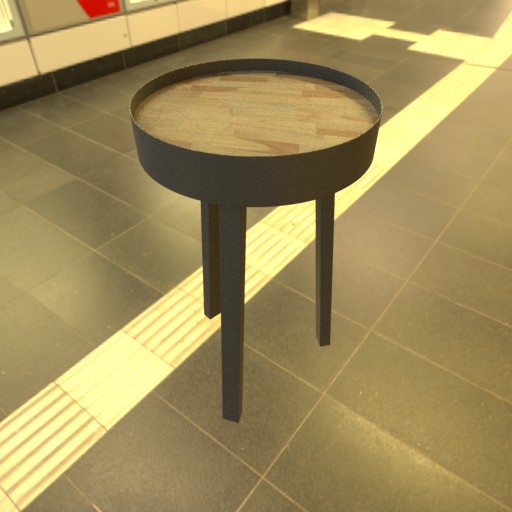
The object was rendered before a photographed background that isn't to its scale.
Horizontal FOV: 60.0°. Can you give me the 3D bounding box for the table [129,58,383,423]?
[{"bbox_3d":[0.000,0.000,0.949,0.406,0.686,0.406,12,42,14],"label":"table"}]
